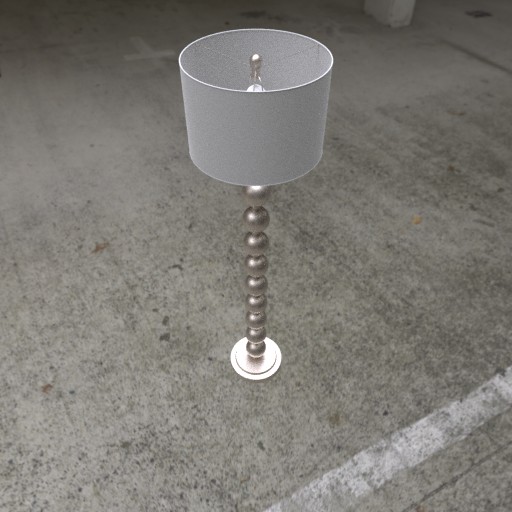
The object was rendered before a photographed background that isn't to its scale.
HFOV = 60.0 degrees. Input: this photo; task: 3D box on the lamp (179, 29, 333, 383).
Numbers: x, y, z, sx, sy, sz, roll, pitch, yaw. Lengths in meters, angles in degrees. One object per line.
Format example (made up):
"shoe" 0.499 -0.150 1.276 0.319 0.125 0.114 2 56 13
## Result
"lamp" 0.000 0.000 1.655 0.394 1.474 0.394 -21 50 -19
